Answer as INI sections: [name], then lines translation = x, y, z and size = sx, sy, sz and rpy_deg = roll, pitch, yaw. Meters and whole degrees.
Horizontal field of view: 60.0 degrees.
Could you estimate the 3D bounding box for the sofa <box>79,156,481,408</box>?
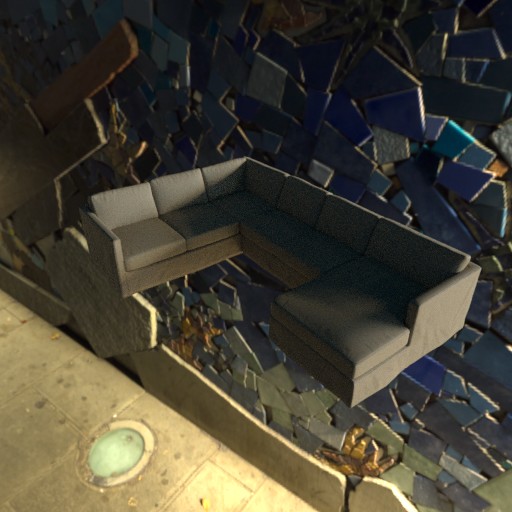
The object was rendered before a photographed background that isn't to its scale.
[sofa]
translation = 0.000, 0.000, 4.564
size = 2.427, 0.882, 3.460
rpy_deg = -22, 37, -31
